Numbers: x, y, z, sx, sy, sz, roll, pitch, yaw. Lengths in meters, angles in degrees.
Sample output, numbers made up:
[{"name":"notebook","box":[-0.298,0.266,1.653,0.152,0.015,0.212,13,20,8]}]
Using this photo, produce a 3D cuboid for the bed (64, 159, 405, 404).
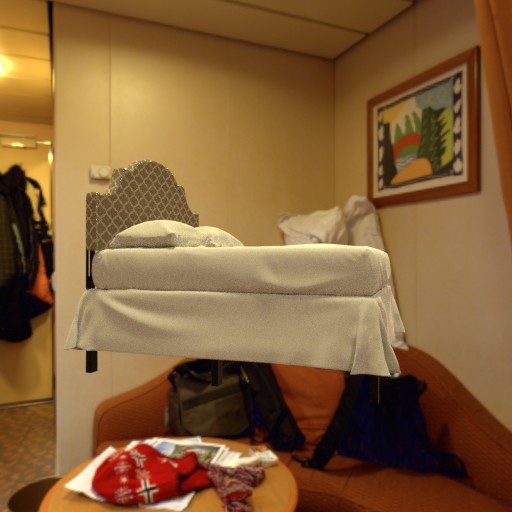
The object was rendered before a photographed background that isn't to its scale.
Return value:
[{"name":"bed","box":[0.000,0.000,3.516,2.222,1.633,1.780,0,0,20]}]
